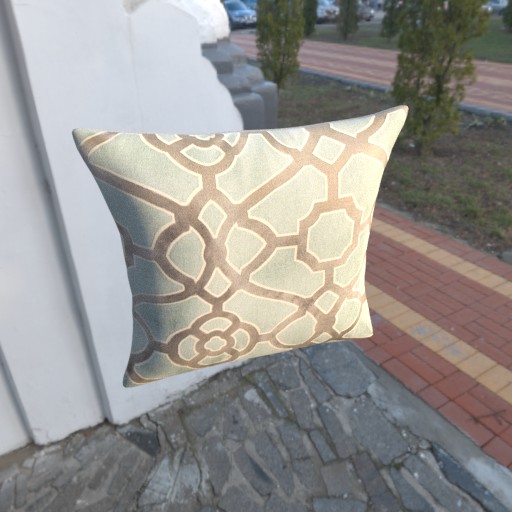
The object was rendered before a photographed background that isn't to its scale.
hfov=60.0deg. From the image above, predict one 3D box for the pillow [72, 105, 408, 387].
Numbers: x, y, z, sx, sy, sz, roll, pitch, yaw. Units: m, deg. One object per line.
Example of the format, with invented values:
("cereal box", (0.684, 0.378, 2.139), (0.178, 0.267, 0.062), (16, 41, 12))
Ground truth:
("pillow", (0.000, 0.000, 0.825), (0.552, 0.508, 0.166), (-8, 31, -14))
